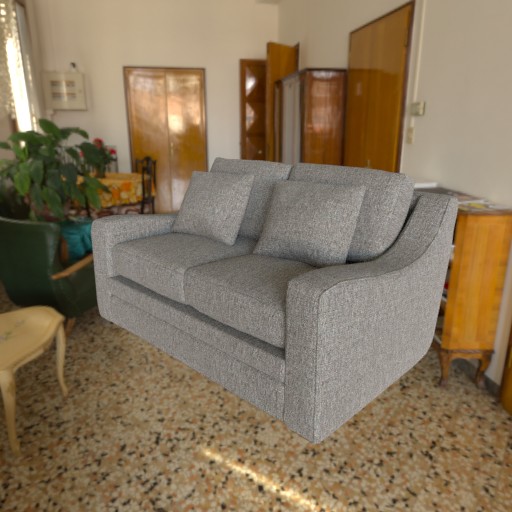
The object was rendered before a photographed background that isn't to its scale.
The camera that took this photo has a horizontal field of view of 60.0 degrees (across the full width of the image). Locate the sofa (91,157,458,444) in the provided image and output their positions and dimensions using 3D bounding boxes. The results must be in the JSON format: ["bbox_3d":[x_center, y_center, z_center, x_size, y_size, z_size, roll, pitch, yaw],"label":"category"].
[{"bbox_3d":[0.000,0.000,2.473,1.778,0.991,1.120,16,23,42],"label":"sofa"}]
